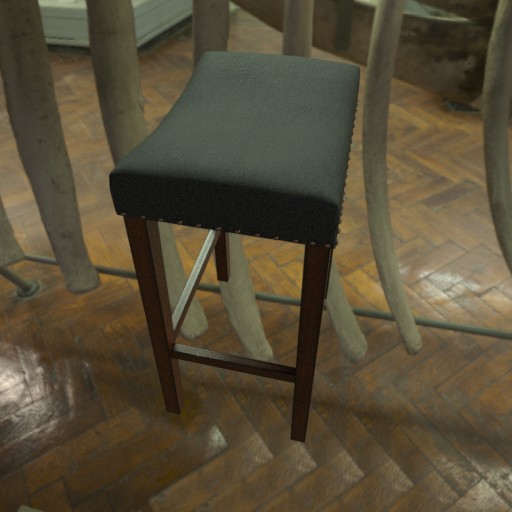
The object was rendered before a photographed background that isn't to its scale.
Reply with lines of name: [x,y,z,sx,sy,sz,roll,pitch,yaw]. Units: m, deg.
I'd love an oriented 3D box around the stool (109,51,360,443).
stool: [0.000,0.000,1.037,0.366,0.760,0.502,9,46,9]
